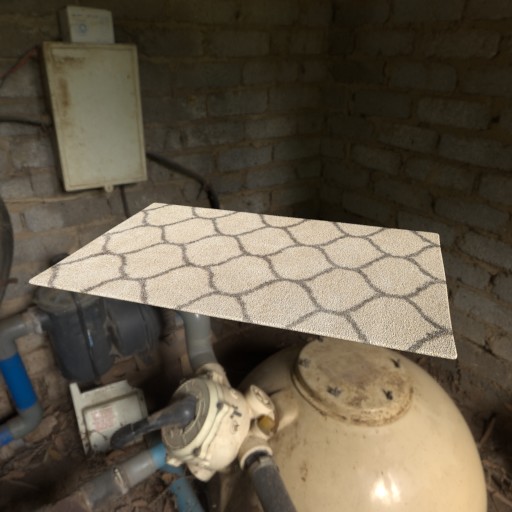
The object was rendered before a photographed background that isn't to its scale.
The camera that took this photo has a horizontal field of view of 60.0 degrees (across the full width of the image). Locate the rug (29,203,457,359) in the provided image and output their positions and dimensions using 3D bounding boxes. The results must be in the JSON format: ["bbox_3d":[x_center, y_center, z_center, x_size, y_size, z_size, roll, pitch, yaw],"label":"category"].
[{"bbox_3d":[0.000,0.000,2.935,2.348,0.024,1.501,8,27,16],"label":"rug"}]
